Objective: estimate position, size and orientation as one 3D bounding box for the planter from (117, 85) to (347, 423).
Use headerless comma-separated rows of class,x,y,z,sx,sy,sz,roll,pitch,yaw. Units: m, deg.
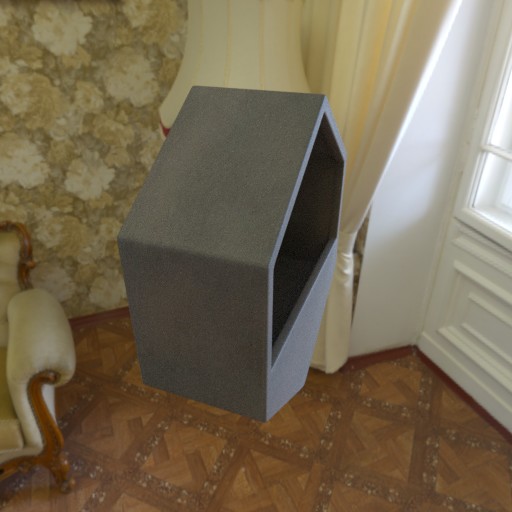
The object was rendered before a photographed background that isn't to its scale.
planter,0.000,0.000,0.290,0.077,0.206,0.169,11,32,18
